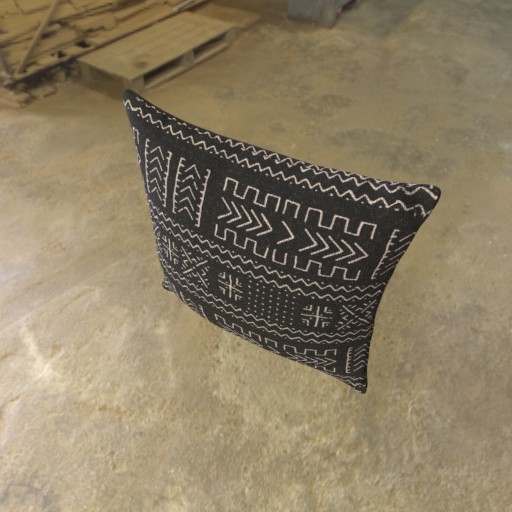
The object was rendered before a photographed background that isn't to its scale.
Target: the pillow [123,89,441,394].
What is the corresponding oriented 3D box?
[{"bbox_3d":[0.000,0.000,0.675,0.438,0.430,0.164,24,51,21],"label":"pillow"}]
